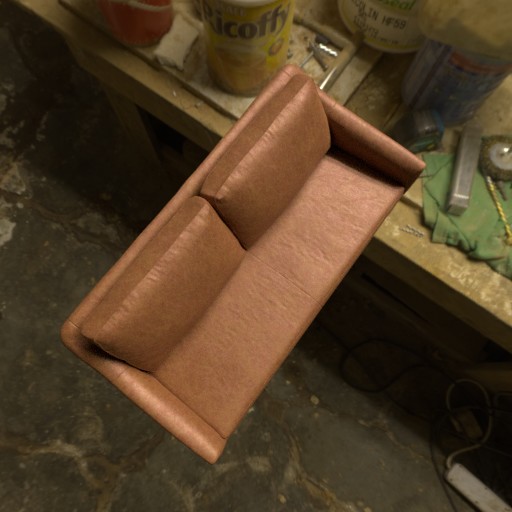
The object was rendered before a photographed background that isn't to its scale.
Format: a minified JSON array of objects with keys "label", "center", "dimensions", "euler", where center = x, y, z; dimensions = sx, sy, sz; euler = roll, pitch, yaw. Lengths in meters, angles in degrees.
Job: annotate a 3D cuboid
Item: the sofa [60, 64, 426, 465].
[{"label":"sofa","center":[0.000,0.000,2.561],"dimensions":[0.981,0.945,2.036],"euler":[36,78,9]}]
